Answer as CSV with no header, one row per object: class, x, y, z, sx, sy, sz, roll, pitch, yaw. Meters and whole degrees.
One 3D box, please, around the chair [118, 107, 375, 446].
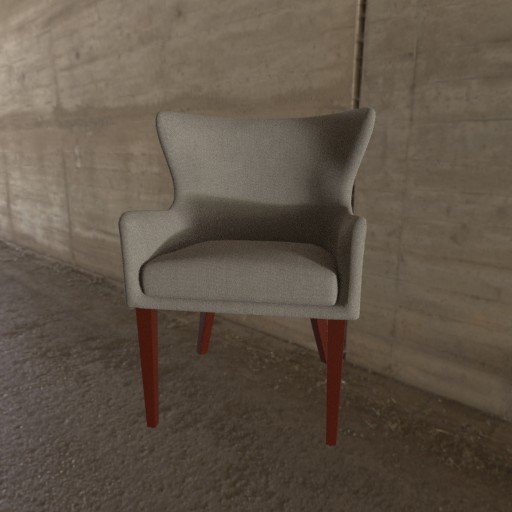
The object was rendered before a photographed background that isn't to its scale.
chair,0.000,0.000,1.462,0.732,0.948,0.677,2,14,9
